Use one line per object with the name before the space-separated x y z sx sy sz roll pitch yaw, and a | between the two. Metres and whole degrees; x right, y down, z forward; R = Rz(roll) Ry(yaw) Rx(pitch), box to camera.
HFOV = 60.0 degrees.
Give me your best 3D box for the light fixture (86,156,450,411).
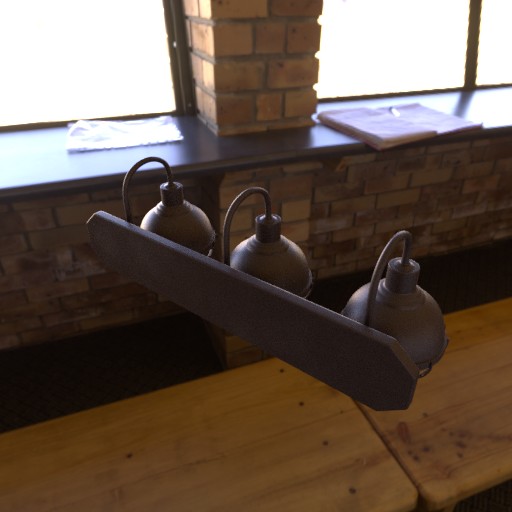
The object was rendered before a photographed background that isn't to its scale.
light fixture | 0.000 0.000 0.751 0.634 0.254 0.229 22 38 32
